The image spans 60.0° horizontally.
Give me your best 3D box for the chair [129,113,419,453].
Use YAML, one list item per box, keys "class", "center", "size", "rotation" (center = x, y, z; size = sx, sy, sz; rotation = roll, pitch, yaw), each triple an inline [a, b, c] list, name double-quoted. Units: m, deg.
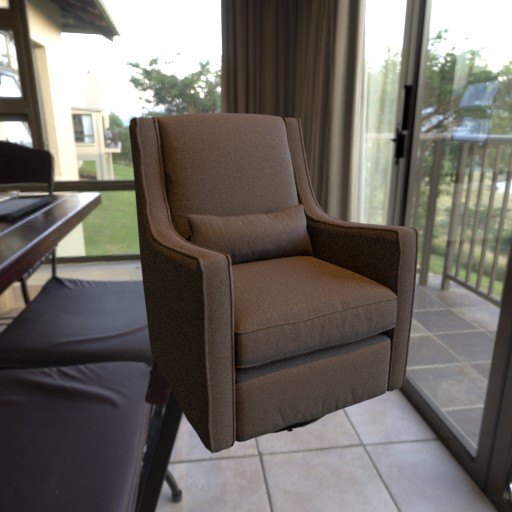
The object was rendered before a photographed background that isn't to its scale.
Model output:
- class: "chair"
  center: [0.000, 0.000, 1.597]
  size: [0.732, 0.993, 0.879]
  rotation: [-8, 19, -26]
